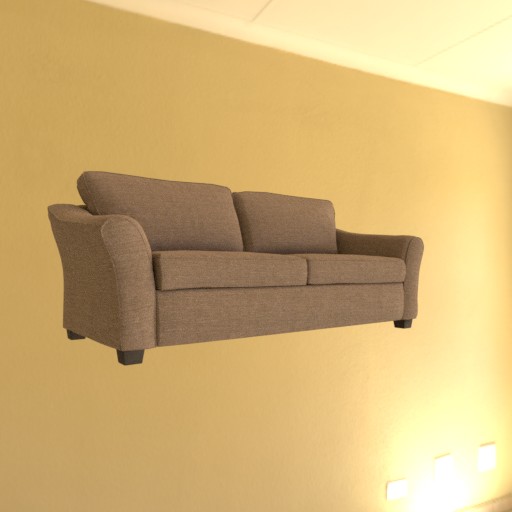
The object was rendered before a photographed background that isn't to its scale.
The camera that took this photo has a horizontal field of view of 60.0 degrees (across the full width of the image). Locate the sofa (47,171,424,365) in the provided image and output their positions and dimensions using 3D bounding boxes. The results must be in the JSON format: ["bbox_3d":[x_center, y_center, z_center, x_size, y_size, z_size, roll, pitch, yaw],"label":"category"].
[{"bbox_3d":[0.000,0.000,2.788,2.270,0.965,0.980,1,-2,-36],"label":"sofa"}]
